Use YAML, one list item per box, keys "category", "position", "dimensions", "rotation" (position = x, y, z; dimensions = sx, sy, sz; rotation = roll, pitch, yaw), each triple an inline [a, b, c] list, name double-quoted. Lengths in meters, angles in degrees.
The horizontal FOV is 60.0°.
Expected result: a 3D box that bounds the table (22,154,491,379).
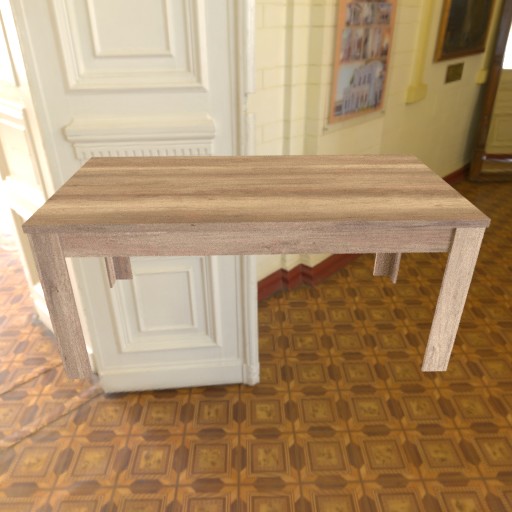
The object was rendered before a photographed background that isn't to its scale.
- category: "table"
  position: [0.000, 0.000, 2.283]
  dimensions: [1.800, 0.790, 0.900]
  rotation: [-1, 29, -2]
